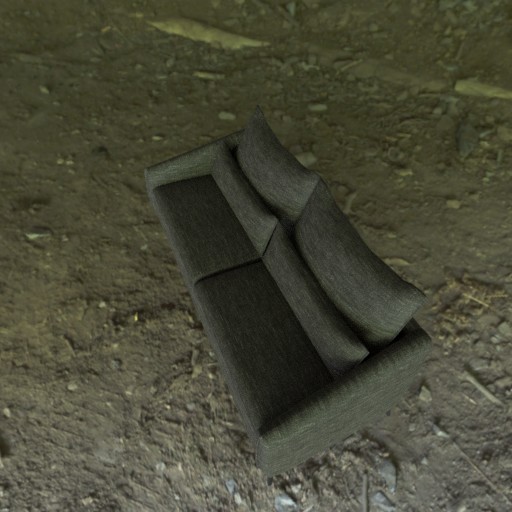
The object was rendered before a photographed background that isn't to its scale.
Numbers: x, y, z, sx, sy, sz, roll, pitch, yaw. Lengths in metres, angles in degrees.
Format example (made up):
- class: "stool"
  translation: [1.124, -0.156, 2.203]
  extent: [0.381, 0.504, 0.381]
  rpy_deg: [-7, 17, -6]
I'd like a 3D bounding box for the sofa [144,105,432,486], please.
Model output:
- class: "sofa"
  translation: [0.000, 0.000, 2.452]
  extent: [0.807, 0.843, 2.019]
  rpy_deg: [-17, 48, -16]
